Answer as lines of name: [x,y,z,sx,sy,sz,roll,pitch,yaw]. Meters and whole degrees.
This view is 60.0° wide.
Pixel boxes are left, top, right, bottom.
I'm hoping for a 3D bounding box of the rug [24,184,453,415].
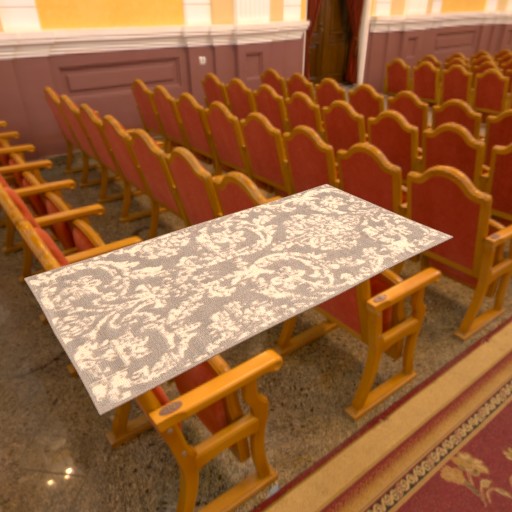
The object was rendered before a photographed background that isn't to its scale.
rug: [0.000,0.000,1.386,1.219,0.007,0.604,-21,37,-31]
